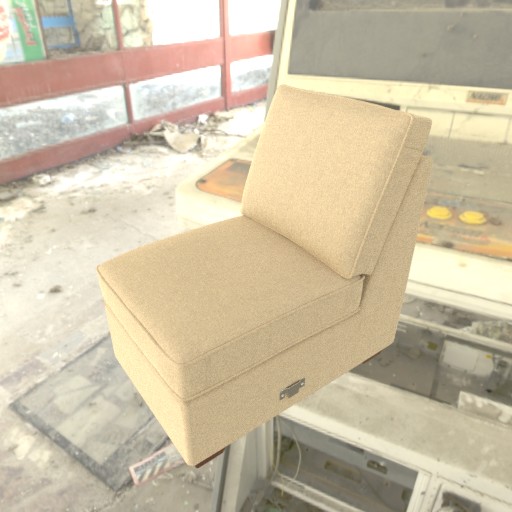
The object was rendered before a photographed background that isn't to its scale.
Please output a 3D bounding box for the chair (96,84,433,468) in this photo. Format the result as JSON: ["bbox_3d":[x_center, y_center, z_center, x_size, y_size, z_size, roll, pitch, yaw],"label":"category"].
[{"bbox_3d":[0.000,0.000,1.502,0.938,0.970,0.621,-21,36,-31],"label":"chair"}]
